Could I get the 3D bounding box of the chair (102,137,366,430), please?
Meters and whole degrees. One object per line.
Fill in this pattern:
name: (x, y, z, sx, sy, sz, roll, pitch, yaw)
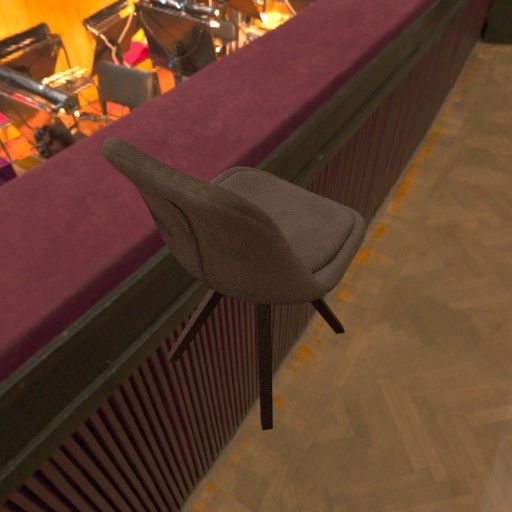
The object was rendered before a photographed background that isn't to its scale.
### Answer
chair: (0.000, 0.000, 1.156, 0.476, 0.850, 0.550, 28, 53, 24)
